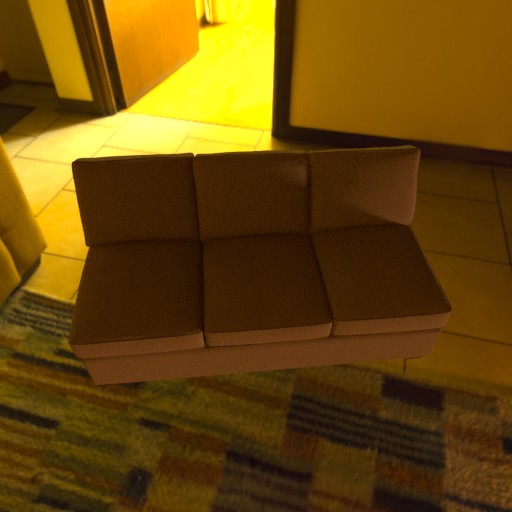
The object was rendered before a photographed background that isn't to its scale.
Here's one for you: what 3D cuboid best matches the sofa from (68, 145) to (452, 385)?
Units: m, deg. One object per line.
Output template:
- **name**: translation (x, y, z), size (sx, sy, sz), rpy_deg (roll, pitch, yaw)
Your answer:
- **sofa**: translation (0.000, 0.000, 2.727), size (2.092, 1.036, 1.127), rpy_deg (-4, 46, -4)
